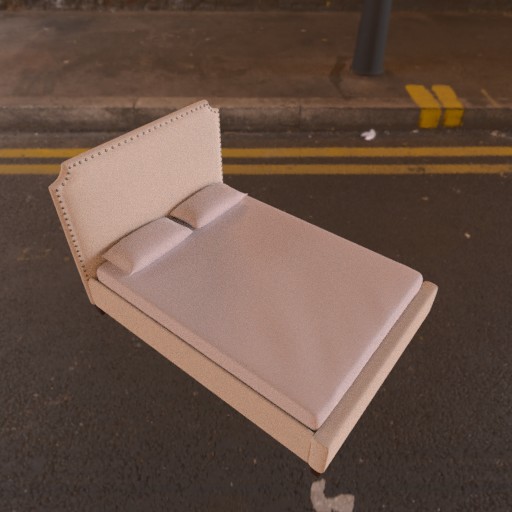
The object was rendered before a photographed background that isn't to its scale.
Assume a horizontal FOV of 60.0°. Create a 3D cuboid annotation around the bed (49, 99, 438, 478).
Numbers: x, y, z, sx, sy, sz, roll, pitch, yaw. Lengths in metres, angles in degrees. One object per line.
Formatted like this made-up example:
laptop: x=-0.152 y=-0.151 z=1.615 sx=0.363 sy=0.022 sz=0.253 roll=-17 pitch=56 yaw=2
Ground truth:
bed: x=0.000 y=0.000 z=3.396 sx=2.372 sy=1.443 sz=1.712 roll=27 pitch=48 yaw=28
